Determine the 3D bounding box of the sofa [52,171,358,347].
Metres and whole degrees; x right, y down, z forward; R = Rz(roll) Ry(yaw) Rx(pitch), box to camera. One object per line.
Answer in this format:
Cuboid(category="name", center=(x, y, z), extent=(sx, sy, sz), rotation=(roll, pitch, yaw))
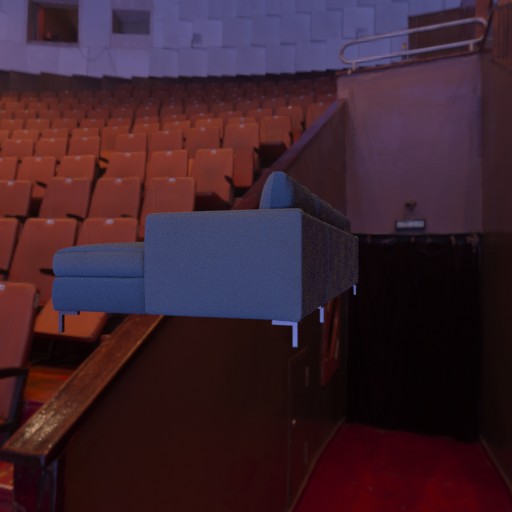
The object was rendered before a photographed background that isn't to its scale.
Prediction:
Cuboid(category="sofa", center=(0.000, 0.000, 3.263), extent=(1.255, 0.756, 2.725), rotation=(0, 0, 18))
